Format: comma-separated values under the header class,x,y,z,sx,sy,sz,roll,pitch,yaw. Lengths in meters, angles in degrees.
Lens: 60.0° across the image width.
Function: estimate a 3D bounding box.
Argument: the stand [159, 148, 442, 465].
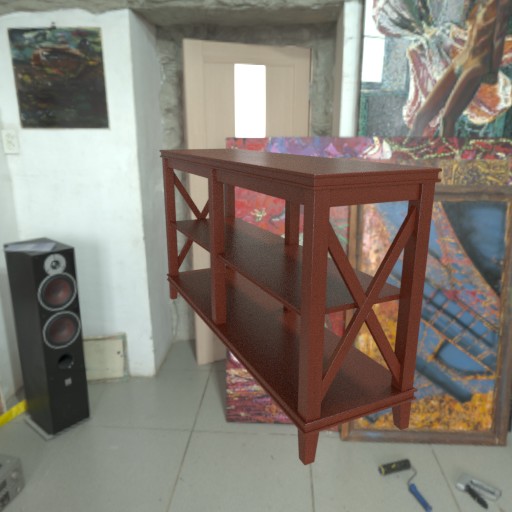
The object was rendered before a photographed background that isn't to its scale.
class,x,y,z,sx,sy,sz,roll,pitch,yaw
stand,0.000,0.000,1.730,0.381,0.762,1.372,-7,17,-25
